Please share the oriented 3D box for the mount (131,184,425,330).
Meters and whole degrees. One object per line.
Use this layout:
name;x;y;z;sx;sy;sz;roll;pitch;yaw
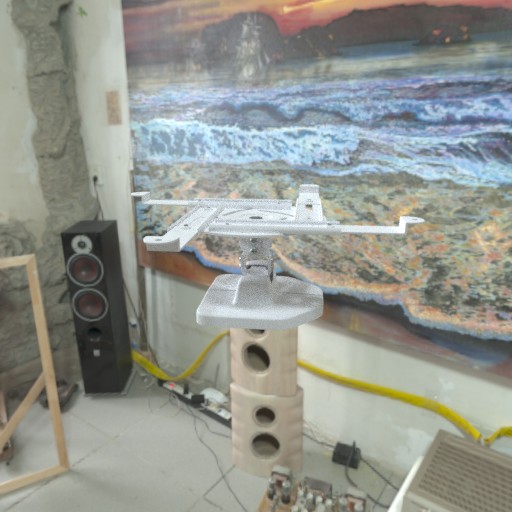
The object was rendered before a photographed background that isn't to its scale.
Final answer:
mount;0.000;0.000;0.602;0.394;0.141;0.394;2;17;6
